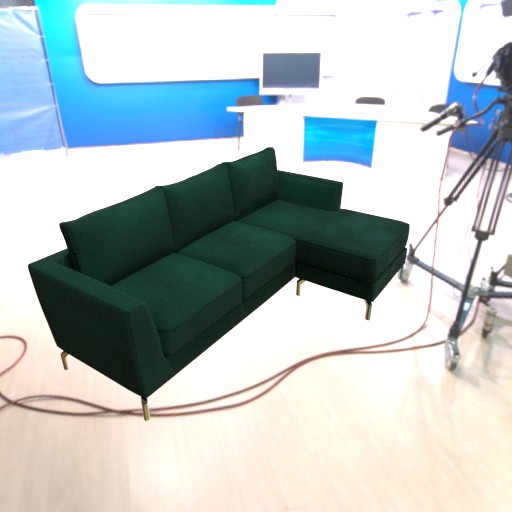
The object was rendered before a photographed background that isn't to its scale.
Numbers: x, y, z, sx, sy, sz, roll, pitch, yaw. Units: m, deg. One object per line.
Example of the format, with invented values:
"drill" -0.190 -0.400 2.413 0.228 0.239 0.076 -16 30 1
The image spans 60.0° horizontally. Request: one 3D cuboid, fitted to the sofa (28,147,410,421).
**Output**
"sofa" 0.000 0.000 3.129 1.489 1.007 2.441 17 32 30
